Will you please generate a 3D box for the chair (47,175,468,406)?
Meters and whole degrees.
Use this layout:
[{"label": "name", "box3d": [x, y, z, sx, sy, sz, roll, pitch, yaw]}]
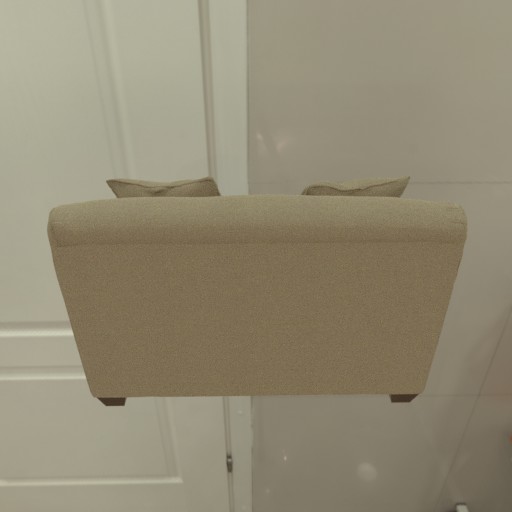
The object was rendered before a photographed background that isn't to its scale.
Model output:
[{"label": "chair", "box3d": [0.000, 0.000, 2.030, 1.383, 0.948, 1.000, 0, 32, -1]}]
